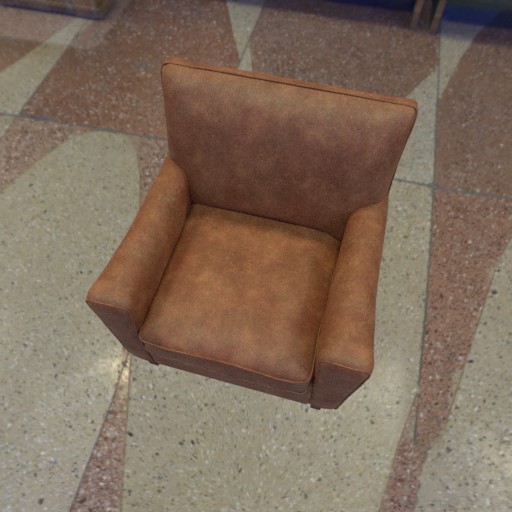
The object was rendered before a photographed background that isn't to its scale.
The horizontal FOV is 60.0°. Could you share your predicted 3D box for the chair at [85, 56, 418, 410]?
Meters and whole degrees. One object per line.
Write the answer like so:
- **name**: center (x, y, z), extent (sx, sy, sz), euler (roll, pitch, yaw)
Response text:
- **chair**: center (0.000, 0.000, 1.590), extent (0.870, 0.943, 0.823), euler (13, 60, 8)
